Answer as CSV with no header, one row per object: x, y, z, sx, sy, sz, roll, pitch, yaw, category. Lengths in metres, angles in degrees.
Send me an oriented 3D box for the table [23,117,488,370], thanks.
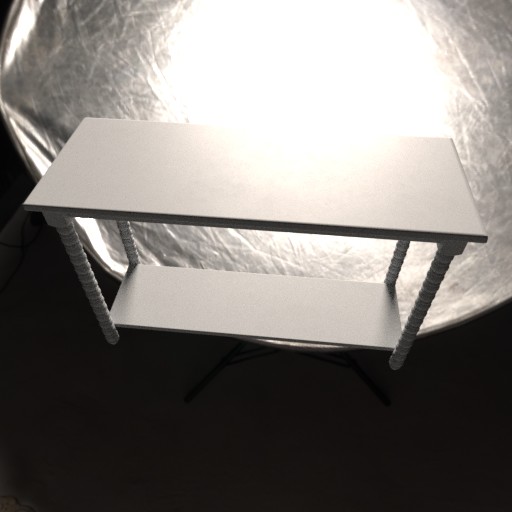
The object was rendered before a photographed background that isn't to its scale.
0.000,0.000,1.534,1.184,0.740,0.459,4,47,4,table
